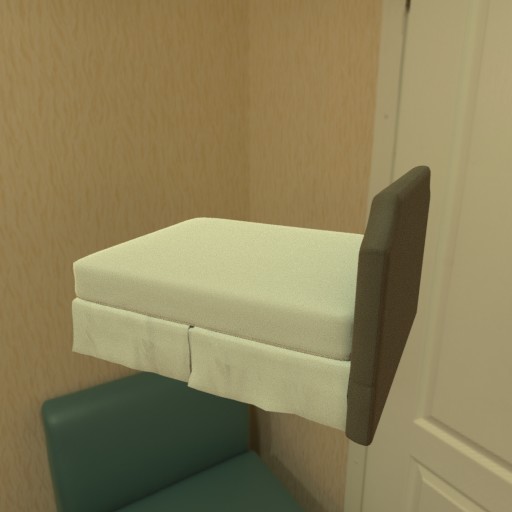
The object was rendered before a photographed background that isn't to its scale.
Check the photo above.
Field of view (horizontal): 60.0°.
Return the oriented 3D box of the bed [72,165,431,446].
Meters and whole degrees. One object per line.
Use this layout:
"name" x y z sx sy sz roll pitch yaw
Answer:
"bed" 0.000 0.000 3.291 2.181 1.297 1.831 8 19 25
